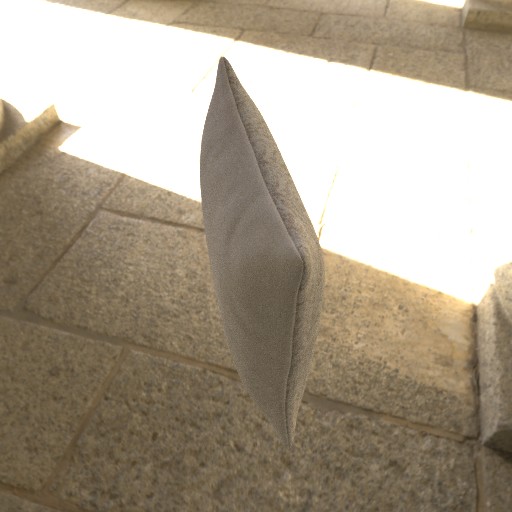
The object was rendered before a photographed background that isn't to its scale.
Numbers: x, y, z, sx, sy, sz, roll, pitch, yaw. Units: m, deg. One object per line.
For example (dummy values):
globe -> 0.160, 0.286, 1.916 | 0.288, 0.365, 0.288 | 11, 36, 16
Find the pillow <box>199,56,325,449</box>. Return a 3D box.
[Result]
pillow -> 0.000, 0.000, 0.808 | 0.166, 0.510, 0.523 | -9, 48, -8
